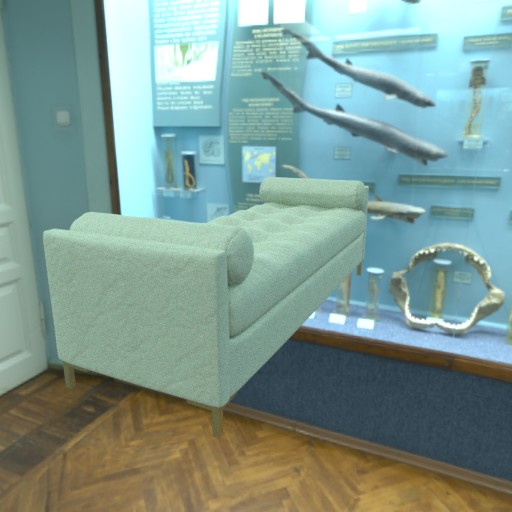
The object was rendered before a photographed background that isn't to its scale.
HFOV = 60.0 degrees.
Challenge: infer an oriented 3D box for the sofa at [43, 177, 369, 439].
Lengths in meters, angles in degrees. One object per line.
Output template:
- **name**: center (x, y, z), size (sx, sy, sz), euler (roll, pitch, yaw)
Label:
- **sofa**: center (0.000, 0.000, 2.464), size (0.796, 0.705, 2.102), euler (7, 17, 25)
